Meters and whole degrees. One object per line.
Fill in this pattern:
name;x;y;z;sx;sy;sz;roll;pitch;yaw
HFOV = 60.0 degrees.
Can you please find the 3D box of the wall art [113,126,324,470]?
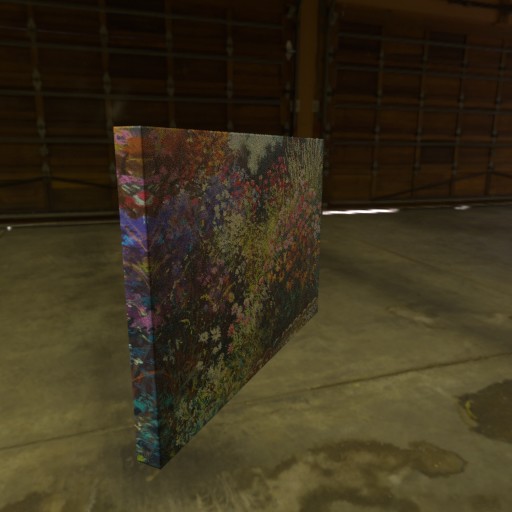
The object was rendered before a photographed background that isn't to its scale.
wall art;0.000;0.000;0.773;0.037;0.406;0.610;6;15;25
